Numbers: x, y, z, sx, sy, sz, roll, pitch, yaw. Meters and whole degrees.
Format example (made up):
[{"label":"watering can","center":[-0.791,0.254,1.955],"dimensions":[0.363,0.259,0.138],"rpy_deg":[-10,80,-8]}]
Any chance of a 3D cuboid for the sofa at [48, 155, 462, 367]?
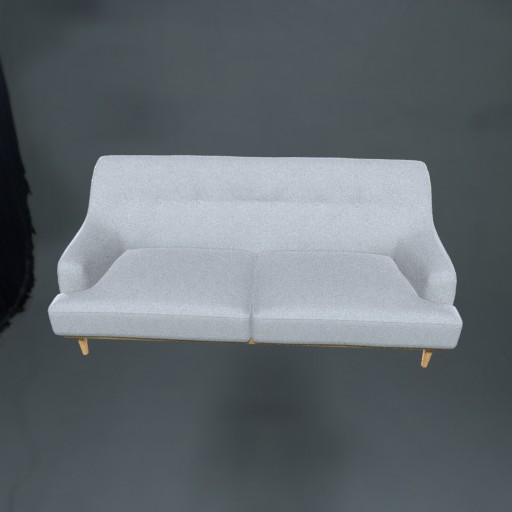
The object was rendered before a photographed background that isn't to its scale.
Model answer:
[{"label":"sofa","center":[0.000,0.000,2.523],"dimensions":[2.057,0.871,0.978],"rpy_deg":[1,31,2]}]
